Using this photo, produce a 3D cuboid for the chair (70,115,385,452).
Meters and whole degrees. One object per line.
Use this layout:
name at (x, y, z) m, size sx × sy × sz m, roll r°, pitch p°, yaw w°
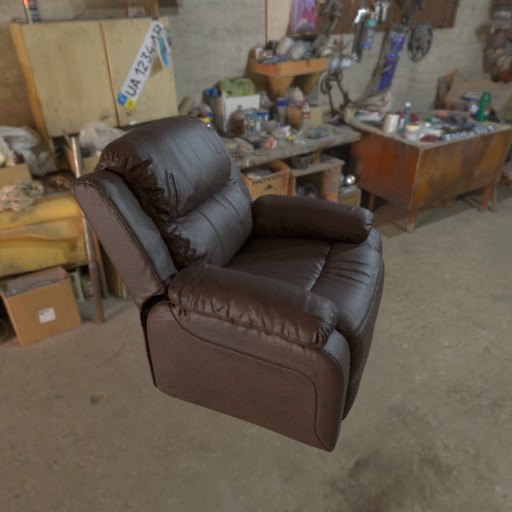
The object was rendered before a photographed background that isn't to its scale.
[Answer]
chair at (0.000, 0.000, 1.264) m, size 0.707 × 0.702 × 0.680 m, roll 11°, pitch 31°, yaw 19°
